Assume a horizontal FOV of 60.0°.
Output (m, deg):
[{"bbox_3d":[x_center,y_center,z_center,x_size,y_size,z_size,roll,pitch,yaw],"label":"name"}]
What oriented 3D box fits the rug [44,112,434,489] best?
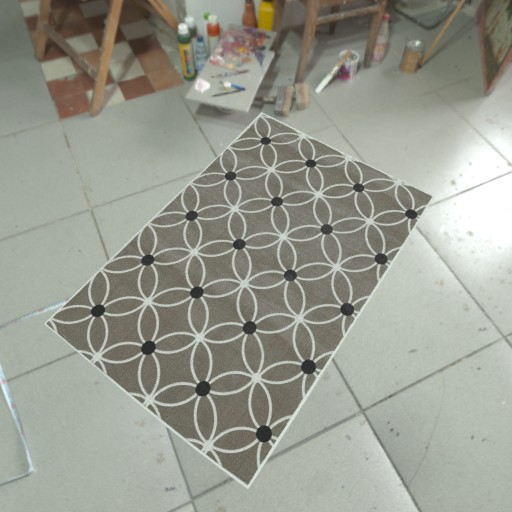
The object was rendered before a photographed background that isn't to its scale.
[{"bbox_3d":[0.000,0.000,2.909,1.522,0.008,2.284,31,64,17],"label":"rug"}]
